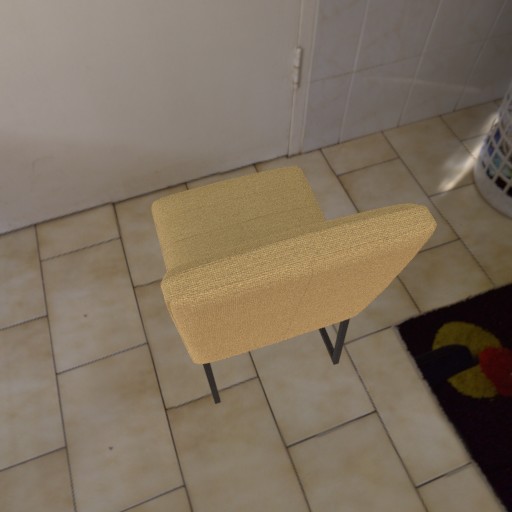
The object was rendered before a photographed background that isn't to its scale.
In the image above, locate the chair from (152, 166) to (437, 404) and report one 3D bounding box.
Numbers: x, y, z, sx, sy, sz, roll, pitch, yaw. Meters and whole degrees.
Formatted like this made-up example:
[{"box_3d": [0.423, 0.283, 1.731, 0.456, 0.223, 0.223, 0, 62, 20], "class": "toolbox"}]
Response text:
[{"box_3d": [0.000, 0.000, 1.296, 0.520, 0.930, 0.634, -16, 60, -9], "class": "chair"}]
